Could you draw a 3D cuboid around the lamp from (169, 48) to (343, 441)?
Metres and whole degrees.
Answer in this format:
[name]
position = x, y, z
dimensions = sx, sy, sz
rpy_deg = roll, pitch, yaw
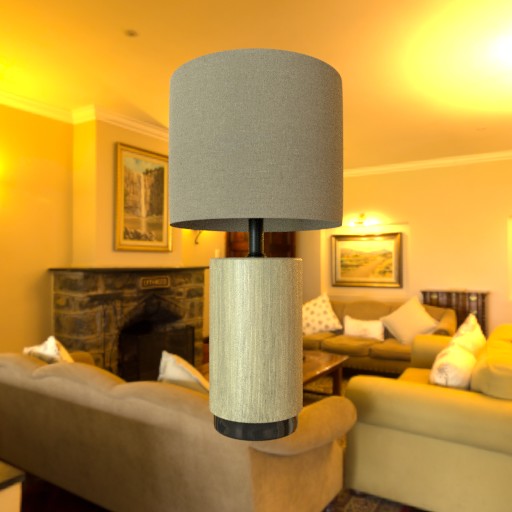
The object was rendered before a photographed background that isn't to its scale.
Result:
[lamp]
position = 0.000, 0.000, 0.587
dimensions = 0.228, 0.444, 0.228
rpy_deg = 0, -1, -17
